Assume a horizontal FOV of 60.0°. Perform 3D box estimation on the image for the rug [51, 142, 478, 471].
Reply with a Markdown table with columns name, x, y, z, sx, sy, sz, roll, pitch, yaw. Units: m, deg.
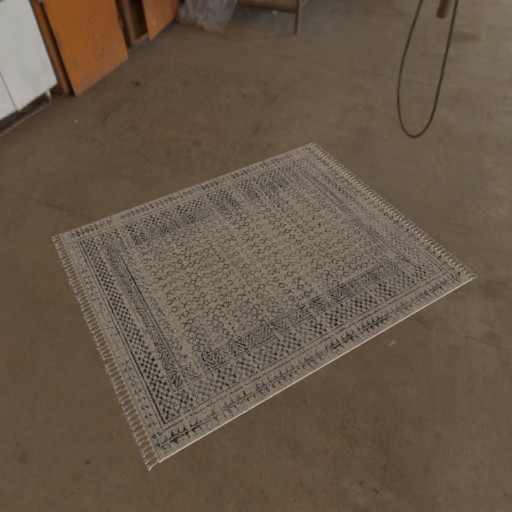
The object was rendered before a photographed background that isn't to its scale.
| name | x | y | z | sx | sy | sz | roll | pitch | yaw |
| --- | --- | --- | --- | --- | --- | --- | --- | --- | --- |
| rug | 0.000 | 0.000 | 3.824 | 2.940 | 0.013 | 2.312 | -24 | 52 | -20 |
